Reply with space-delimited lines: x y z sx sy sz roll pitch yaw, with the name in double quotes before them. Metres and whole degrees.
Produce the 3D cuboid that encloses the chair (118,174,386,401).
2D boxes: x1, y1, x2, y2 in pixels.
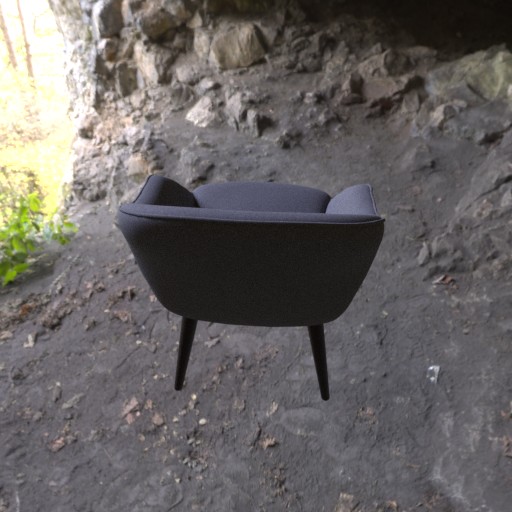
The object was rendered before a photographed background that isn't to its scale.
"chair" 0.000 0.000 1.230 0.589 0.810 0.611 3 47 3
